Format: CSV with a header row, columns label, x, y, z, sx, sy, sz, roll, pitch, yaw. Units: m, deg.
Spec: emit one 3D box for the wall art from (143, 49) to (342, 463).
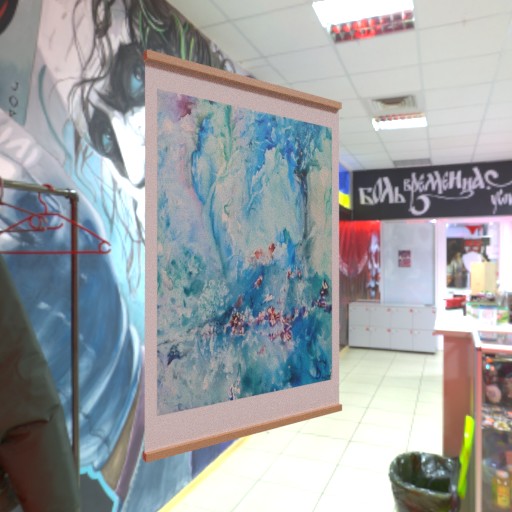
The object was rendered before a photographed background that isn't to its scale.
label,x,y,z,sx,sy,sz,roll,pitch,yaw
wall art,0.000,0.000,1.913,0.991,1.510,0.040,0,0,-34
